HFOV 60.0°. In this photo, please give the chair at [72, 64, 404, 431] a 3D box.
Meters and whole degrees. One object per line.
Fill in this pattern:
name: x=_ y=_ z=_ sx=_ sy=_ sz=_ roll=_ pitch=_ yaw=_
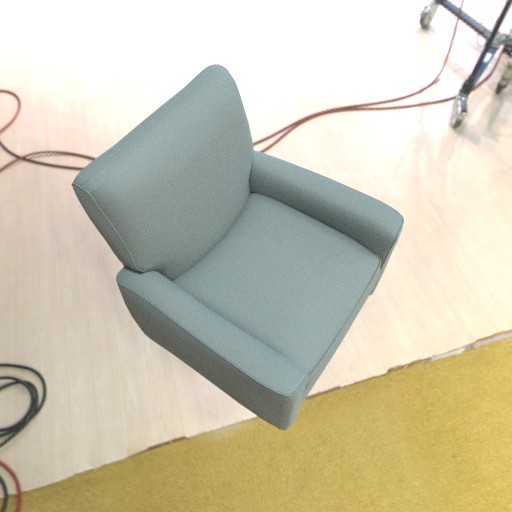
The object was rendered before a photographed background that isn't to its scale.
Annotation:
chair: x=0.000 y=0.000 z=1.673 sx=0.846 sy=1.007 sz=0.853 roll=30 pitch=62 yaw=18
